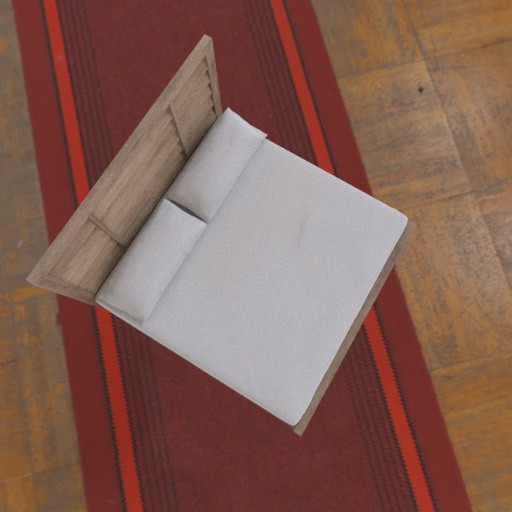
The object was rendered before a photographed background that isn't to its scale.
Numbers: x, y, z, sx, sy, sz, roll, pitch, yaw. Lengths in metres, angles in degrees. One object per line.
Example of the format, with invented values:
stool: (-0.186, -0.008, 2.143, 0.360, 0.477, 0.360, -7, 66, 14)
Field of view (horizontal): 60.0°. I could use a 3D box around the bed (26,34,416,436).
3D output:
bed: (0.000, 0.000, 3.561, 2.062, 1.626, 2.032, 30, 79, 7)
